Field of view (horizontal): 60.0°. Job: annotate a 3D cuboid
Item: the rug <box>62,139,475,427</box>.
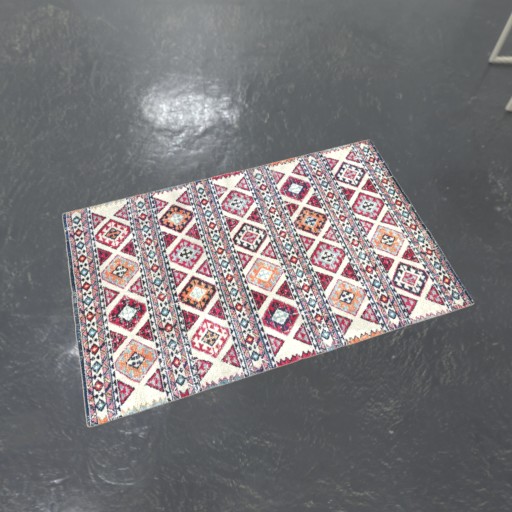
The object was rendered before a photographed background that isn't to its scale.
[{"bbox_3d":[0.000,0.000,2.999,2.440,0.010,1.545,-15,60,-9],"label":"rug"}]
